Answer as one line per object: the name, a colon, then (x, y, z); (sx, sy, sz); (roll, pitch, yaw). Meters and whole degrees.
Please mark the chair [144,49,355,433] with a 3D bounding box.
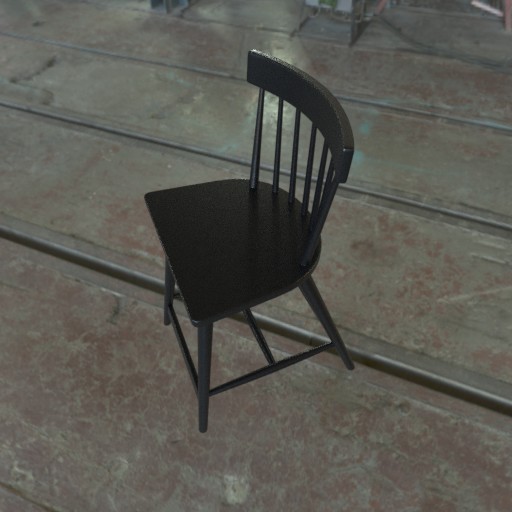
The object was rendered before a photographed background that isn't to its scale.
chair: (0.000, 0.000, 1.265); (0.572, 0.952, 0.483); (-17, 49, -15)
